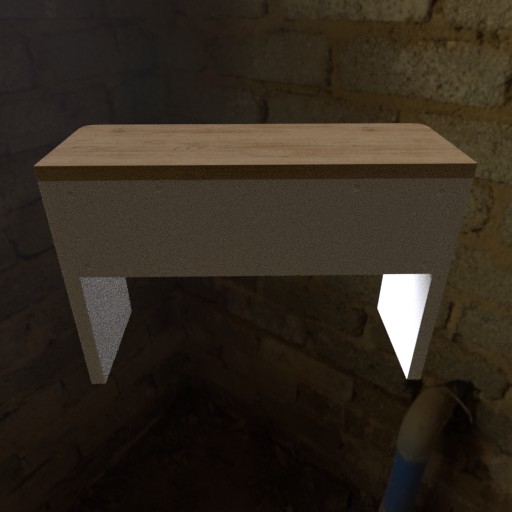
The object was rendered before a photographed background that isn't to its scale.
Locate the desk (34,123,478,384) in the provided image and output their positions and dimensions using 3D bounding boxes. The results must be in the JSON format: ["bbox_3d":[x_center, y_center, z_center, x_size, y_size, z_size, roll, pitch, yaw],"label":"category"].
[{"bbox_3d":[0.000,0.000,1.460,1.100,0.760,0.390,-1,31,-1],"label":"desk"}]
